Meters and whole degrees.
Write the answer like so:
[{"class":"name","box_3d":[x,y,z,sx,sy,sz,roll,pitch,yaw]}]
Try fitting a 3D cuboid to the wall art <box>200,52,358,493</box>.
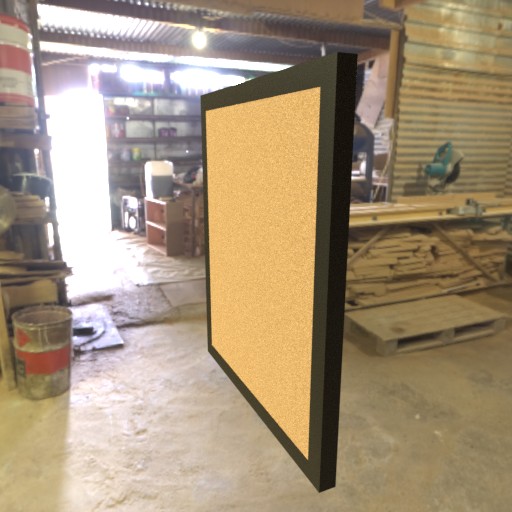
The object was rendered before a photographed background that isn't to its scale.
[{"class":"wall art","box_3d":[0.000,0.000,0.686,0.025,0.508,0.432,-6,15,-24]}]
